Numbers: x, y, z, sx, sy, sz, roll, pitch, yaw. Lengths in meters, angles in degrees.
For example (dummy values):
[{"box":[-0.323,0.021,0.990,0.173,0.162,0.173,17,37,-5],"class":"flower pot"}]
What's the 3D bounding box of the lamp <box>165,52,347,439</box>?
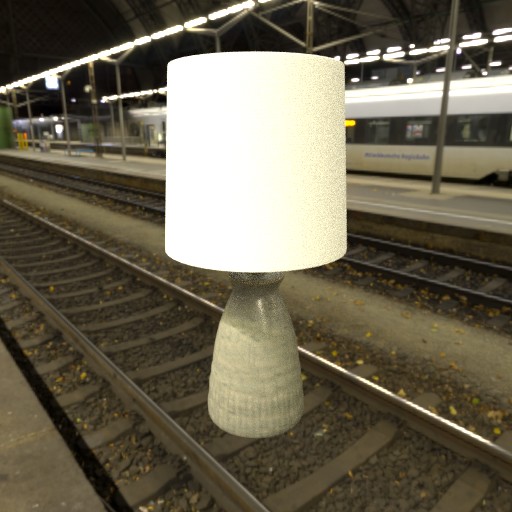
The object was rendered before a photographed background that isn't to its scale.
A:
[{"box":[0.000,0.000,0.467,0.186,0.369,0.186,0,15,0],"class":"lamp"}]
